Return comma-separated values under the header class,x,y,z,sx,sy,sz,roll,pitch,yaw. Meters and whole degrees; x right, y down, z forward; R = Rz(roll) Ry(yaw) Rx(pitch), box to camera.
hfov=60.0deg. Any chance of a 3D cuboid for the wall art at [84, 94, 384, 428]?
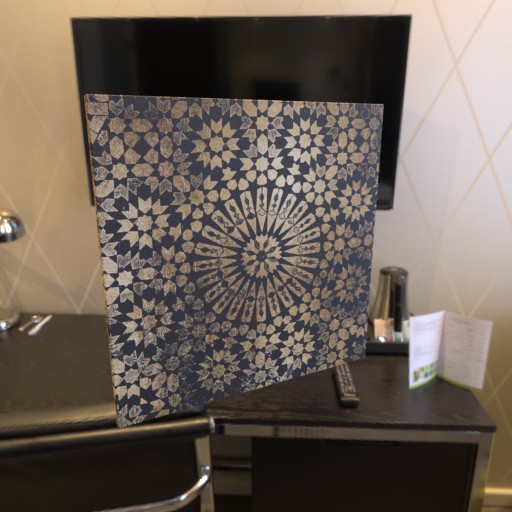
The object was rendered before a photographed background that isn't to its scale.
class,x,y,z,sx,sy,sz,roll,pitch,yaw
wall art,0.000,0.000,1.376,0.914,0.914,0.038,-8,18,-26
